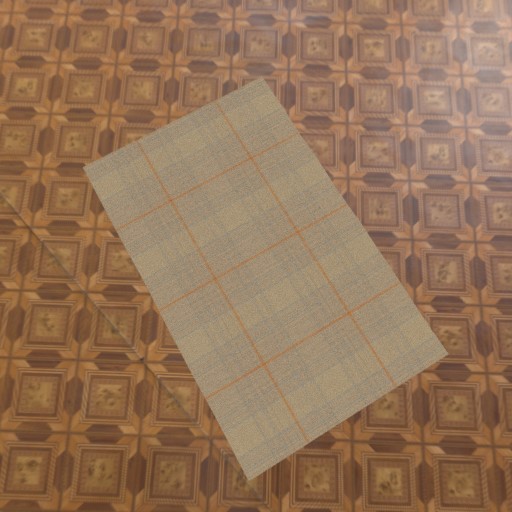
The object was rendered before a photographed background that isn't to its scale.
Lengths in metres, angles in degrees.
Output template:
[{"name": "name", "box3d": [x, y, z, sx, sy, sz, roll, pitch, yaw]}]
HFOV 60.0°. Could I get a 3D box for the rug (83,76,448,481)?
[{"name": "rug", "box3d": [0.000, 0.000, 3.094, 1.527, 0.016, 2.442, -29, 78, -7]}]
